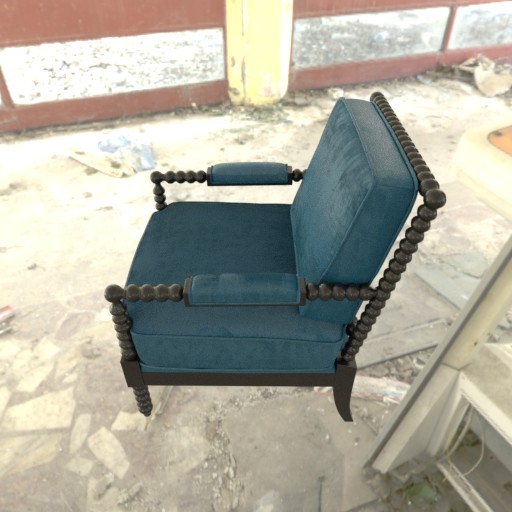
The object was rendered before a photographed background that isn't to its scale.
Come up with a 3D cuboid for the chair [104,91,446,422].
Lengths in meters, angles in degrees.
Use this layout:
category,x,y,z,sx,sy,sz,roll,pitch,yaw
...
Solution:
category,x,y,z,sx,sy,sz,roll,pitch,yaw
chair,0.000,0.000,1.416,0.805,0.857,0.688,0,39,0
